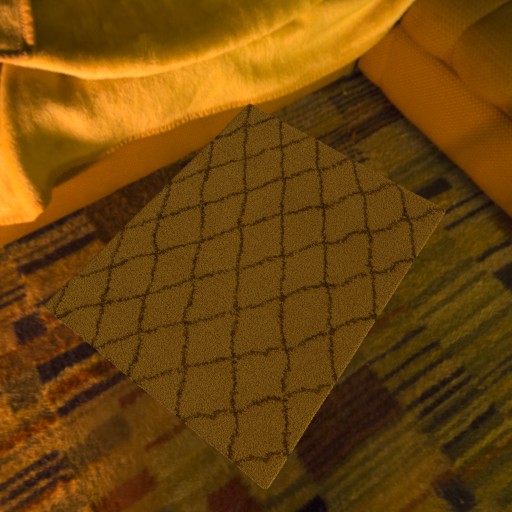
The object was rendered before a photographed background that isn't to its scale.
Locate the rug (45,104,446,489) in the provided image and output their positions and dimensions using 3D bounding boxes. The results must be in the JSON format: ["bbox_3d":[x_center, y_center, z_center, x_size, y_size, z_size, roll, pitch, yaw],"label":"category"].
[{"bbox_3d":[0.000,0.000,4.156,2.438,0.029,3.047,33,68,16],"label":"rug"}]
